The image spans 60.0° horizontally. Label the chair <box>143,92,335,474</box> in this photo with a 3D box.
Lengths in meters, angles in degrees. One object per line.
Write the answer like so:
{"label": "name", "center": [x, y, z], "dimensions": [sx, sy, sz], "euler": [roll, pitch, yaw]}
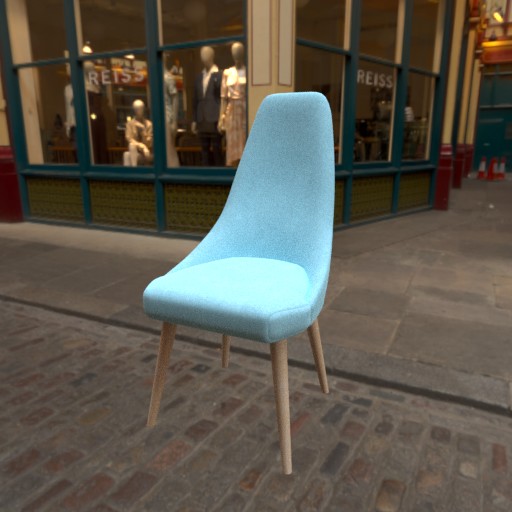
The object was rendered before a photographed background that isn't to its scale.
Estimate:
{"label": "chair", "center": [0.000, 0.000, 1.425], "dimensions": [0.510, 1.040, 0.660], "euler": [7, 17, 25]}
